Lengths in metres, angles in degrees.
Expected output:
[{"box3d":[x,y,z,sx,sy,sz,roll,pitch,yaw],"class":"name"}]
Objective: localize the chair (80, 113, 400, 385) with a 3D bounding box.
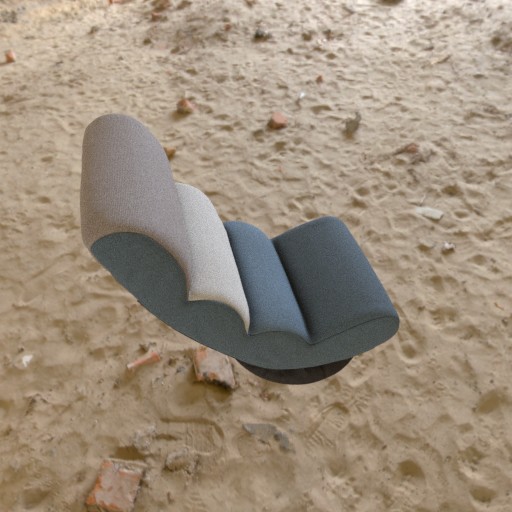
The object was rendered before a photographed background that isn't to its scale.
[{"box3d":[0.000,0.000,1.074,0.661,0.641,0.420,-10,47,-10],"class":"chair"}]
